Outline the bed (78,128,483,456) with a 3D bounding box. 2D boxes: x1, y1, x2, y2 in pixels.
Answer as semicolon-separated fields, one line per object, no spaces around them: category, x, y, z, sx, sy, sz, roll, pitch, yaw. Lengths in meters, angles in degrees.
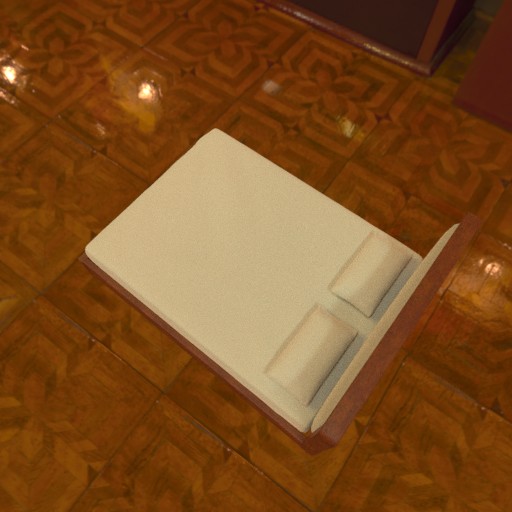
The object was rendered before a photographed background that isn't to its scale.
bed;0.000;0.000;3.198;2.196;1.275;1.587;35;69;16
